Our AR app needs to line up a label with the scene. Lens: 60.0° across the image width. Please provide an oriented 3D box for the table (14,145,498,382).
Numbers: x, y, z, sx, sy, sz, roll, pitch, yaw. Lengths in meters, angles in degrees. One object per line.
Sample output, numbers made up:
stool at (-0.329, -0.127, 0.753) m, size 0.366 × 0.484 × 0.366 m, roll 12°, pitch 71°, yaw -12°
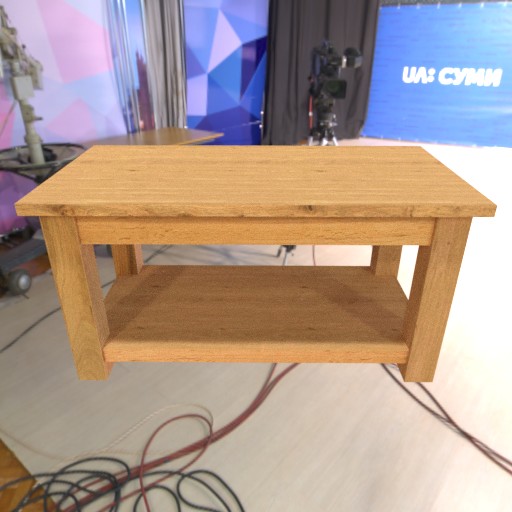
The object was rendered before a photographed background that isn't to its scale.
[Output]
table at (0.000, 0.000, 1.128) m, size 0.899 × 0.452 × 0.450 m, roll 0°, pitch 28°, yaw 0°
